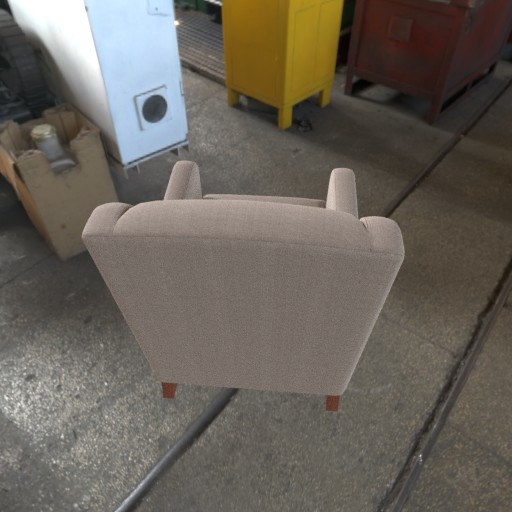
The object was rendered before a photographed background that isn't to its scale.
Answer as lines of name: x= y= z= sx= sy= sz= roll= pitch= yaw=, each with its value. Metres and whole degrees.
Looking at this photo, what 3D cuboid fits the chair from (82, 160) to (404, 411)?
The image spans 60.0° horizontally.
chair: x=0.000 y=0.000 z=1.593 sx=0.715 sy=1.017 sz=0.890 roll=3 pitch=45 yaw=3
